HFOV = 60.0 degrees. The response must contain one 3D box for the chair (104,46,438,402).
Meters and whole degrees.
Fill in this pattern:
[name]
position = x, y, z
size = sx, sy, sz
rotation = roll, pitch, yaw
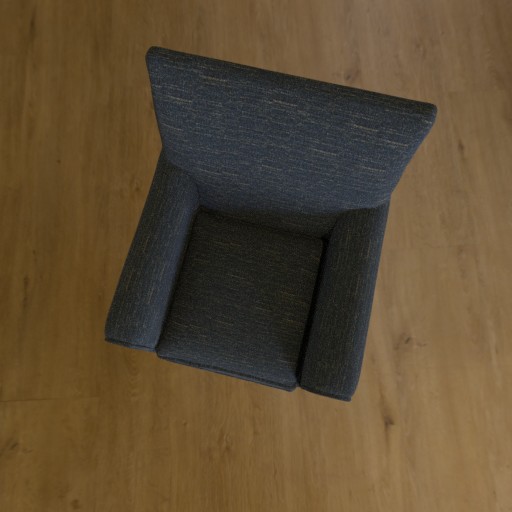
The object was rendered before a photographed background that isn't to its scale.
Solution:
[chair]
position = 0.000, 0.000, 1.612
size = 0.864, 0.928, 0.873
rotation = 13, 76, 3
